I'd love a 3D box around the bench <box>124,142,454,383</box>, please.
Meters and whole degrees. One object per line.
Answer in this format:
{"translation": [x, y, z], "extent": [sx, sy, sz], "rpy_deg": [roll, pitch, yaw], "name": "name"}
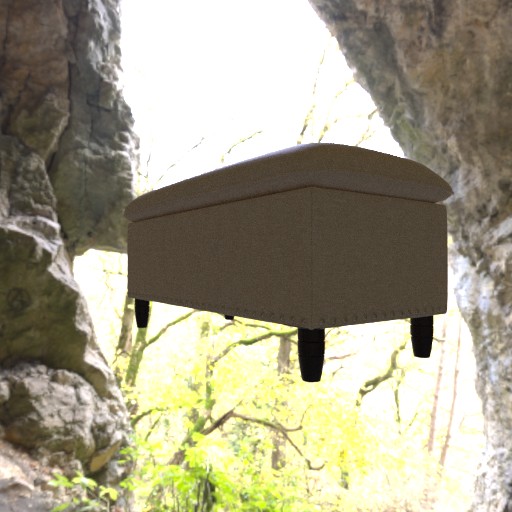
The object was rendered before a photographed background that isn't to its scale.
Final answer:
{"translation": [0.000, 0.000, 1.285], "extent": [0.483, 0.483, 0.991], "rpy_deg": [1, -1, -36], "name": "bench"}
